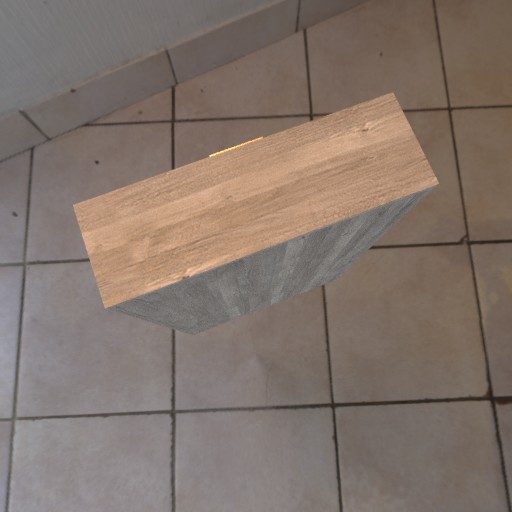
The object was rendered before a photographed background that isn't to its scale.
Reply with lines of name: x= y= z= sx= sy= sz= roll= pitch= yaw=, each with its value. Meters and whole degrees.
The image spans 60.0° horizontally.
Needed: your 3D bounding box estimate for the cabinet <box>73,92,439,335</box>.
cabinet: x=0.000 y=0.000 z=1.575 sx=0.750 sy=1.280 sz=0.250 roll=-21 pitch=78 yaw=-4
